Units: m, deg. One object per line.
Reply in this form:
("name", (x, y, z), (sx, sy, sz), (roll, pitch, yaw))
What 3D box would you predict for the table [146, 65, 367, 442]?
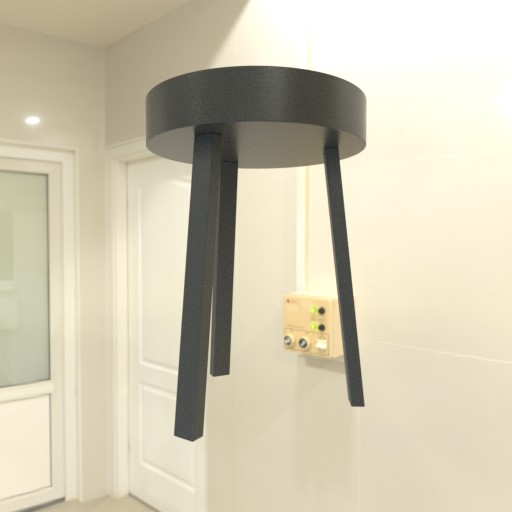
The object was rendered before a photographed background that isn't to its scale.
("table", (0.000, 0.000, 0.848), (0.406, 0.559, 0.406), (0, 2, 0))
